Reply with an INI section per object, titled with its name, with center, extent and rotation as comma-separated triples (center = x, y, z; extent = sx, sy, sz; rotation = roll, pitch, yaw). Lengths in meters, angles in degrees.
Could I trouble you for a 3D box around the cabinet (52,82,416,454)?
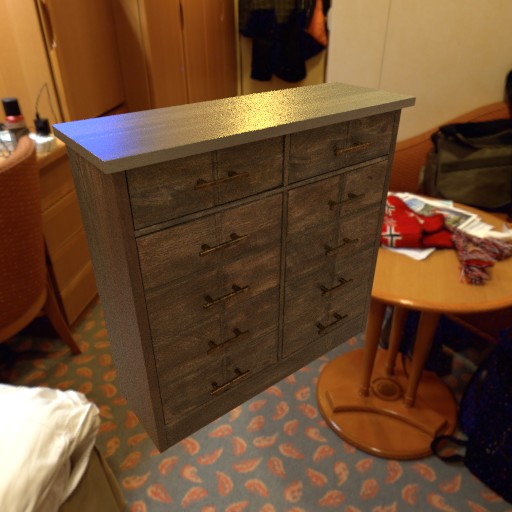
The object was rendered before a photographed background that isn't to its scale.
[cabinet]
center = 0.000, 0.000, 1.428
extent = 0.968, 0.919, 0.338
rotation = -21, 37, -32
